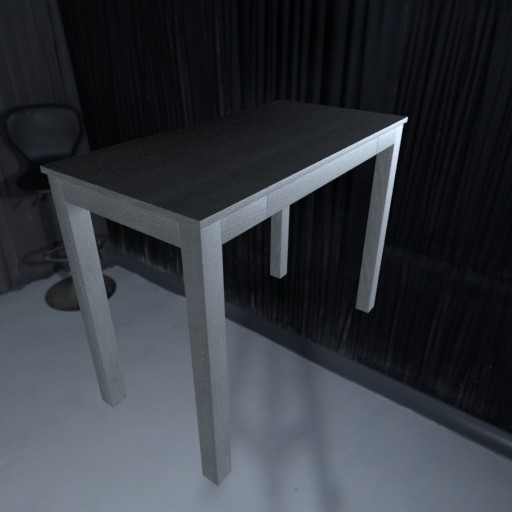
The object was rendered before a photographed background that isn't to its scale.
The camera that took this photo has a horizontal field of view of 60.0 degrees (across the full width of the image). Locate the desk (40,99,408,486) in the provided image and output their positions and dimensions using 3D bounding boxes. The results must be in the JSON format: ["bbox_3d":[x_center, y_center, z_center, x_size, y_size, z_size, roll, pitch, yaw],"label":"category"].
[{"bbox_3d":[0.000,0.000,1.421,0.499,0.762,0.991,20,36,31],"label":"desk"}]
